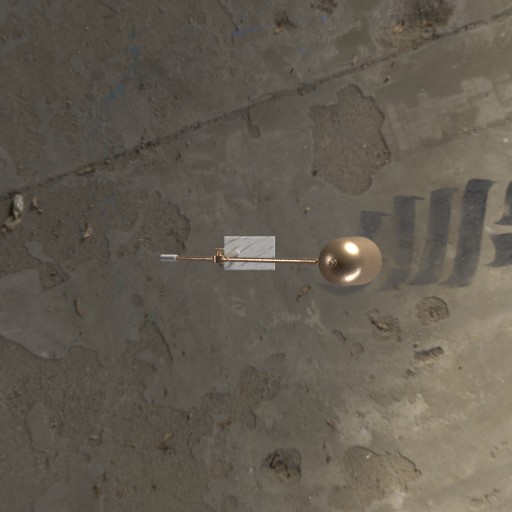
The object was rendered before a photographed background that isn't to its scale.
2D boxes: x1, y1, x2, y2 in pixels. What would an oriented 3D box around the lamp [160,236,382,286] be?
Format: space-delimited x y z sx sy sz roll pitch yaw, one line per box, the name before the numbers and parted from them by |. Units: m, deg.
lamp | 0.000 0.000 1.810 0.653 1.594 0.194 0 91 0
